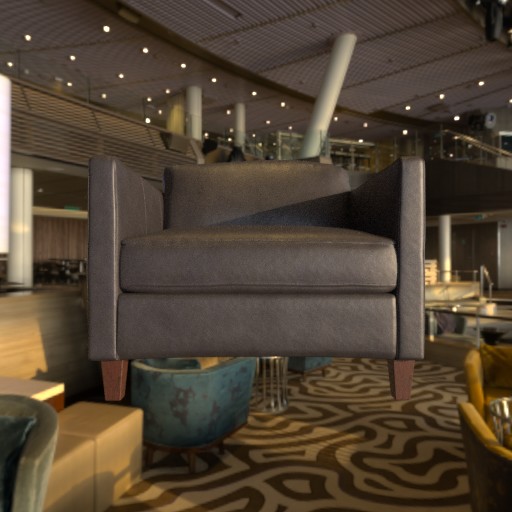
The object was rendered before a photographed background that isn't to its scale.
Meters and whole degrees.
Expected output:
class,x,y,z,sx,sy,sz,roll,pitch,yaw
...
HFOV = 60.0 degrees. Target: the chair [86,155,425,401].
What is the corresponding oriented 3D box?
class,x,y,z,sx,sy,sz,roll,pitch,yaw
chair,0.000,0.000,1.609,0.939,0.811,0.862,0,-1,0
